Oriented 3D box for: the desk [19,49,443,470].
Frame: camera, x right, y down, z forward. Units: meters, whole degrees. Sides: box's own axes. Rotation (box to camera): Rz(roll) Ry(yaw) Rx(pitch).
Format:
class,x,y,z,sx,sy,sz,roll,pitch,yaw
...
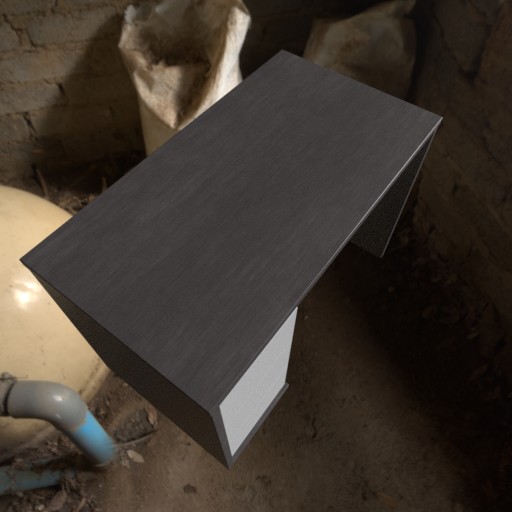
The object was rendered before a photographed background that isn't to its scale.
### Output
class,x,y,z,sx,sy,sz,roll,pitch,yaw
desk,0.000,0.000,1.520,0.600,0.750,1.100,32,62,19
